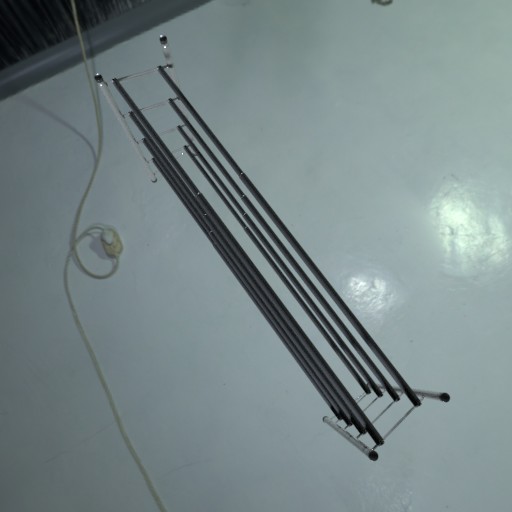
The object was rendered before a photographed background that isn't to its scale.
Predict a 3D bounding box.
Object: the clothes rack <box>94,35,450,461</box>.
[{"bbox_3d":[0.000,0.000,1.399,0.229,0.672,1.168,-35,79,-8],"label":"clothes rack"}]
